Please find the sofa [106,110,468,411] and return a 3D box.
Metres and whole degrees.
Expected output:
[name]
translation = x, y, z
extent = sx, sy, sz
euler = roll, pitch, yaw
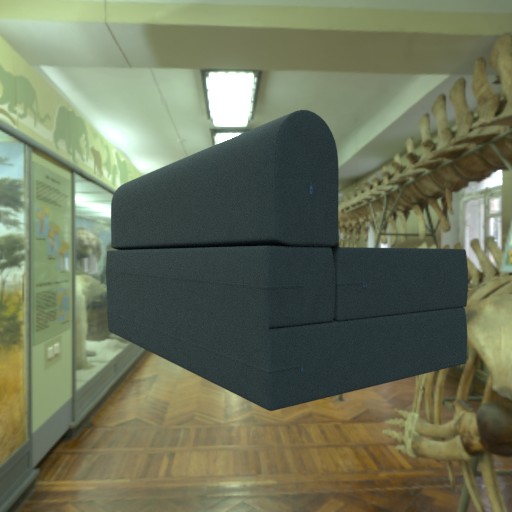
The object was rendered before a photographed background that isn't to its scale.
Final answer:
[sofa]
translation = 0.000, 0.000, 1.638
extent = 0.762, 0.660, 1.219
euler = 0, 0, -34
